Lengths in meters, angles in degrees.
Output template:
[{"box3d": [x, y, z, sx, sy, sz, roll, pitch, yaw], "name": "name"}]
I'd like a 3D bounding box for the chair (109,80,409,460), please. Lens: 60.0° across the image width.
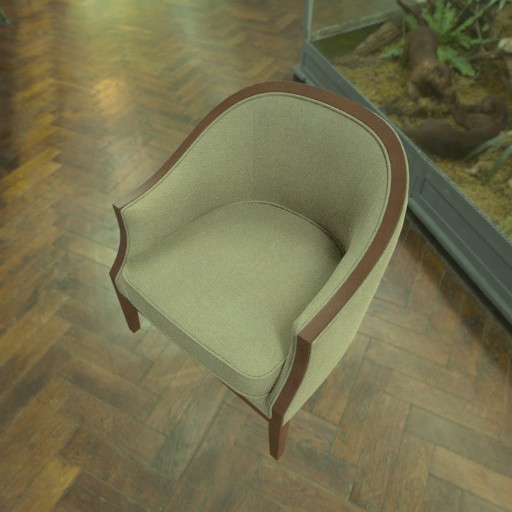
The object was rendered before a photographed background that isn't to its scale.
[{"box3d": [0.000, 0.000, 1.470, 0.803, 0.876, 0.735, 33, 55, 27], "name": "chair"}]
